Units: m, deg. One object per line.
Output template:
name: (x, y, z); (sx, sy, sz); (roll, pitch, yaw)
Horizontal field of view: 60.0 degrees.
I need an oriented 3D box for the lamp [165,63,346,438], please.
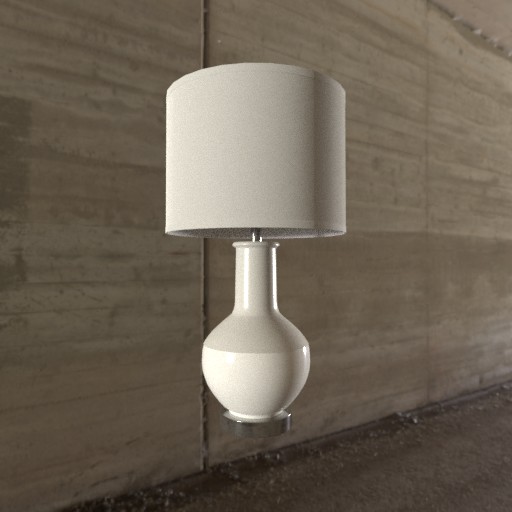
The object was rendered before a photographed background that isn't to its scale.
lamp: (0.000, 0.000, 0.890); (0.357, 0.673, 0.357); (0, -1, 18)
